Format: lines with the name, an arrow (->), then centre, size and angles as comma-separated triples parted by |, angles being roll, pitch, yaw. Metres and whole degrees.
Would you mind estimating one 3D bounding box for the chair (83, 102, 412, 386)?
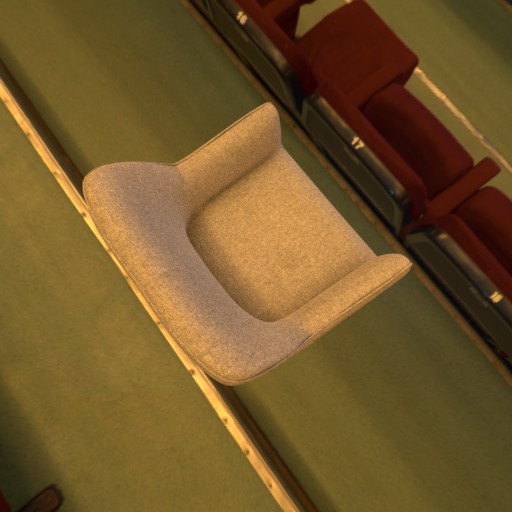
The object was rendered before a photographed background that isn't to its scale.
chair -> 0.000, 0.000, 1.163 | 0.519, 0.803, 0.543 | -36, 78, -9
